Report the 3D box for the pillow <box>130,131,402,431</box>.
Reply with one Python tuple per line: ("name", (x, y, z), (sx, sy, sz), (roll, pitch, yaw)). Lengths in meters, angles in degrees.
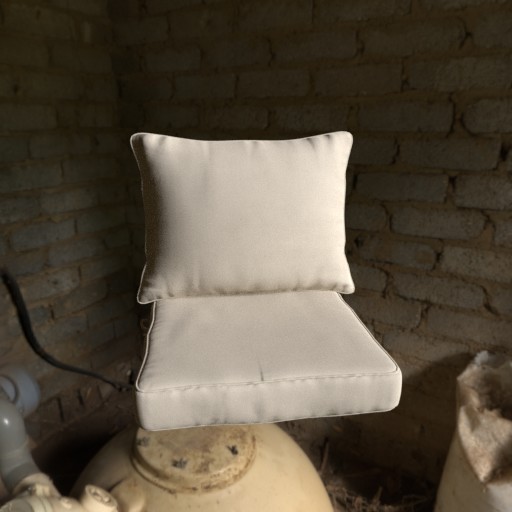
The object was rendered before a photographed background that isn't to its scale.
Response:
("pillow", (0.000, 0.000, 1.358), (0.798, 0.716, 0.733), (-2, 18, -7))
